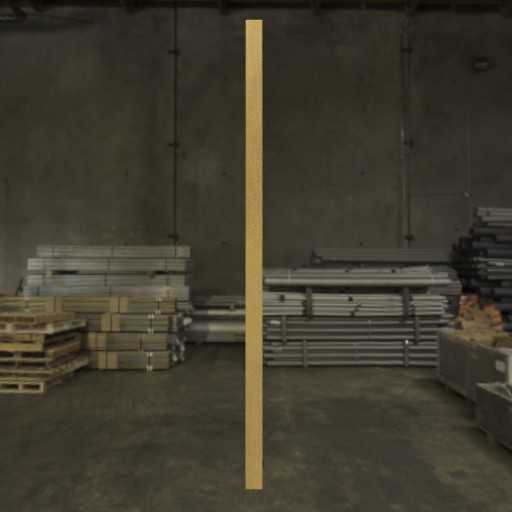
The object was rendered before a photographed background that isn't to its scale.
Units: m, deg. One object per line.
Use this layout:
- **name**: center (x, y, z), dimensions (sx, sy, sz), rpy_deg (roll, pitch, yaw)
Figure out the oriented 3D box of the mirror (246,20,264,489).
- **mirror**: center (0.000, 0.000, 1.340), dimensions (0.040, 1.016, 0.762), rpy_deg (0, -2, 0)
